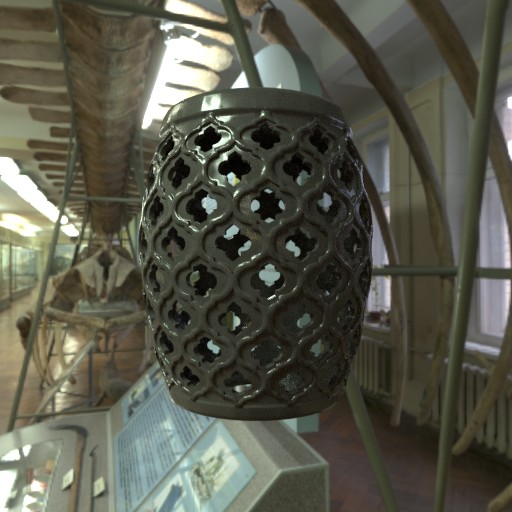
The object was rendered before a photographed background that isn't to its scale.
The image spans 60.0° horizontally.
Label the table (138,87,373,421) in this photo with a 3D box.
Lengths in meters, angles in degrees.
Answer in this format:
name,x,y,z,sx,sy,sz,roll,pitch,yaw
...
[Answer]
name,x,y,z,sx,sy,sz,roll,pitch,yaw
table,0.000,0.000,0.634,0.325,0.388,0.325,0,-1,0
